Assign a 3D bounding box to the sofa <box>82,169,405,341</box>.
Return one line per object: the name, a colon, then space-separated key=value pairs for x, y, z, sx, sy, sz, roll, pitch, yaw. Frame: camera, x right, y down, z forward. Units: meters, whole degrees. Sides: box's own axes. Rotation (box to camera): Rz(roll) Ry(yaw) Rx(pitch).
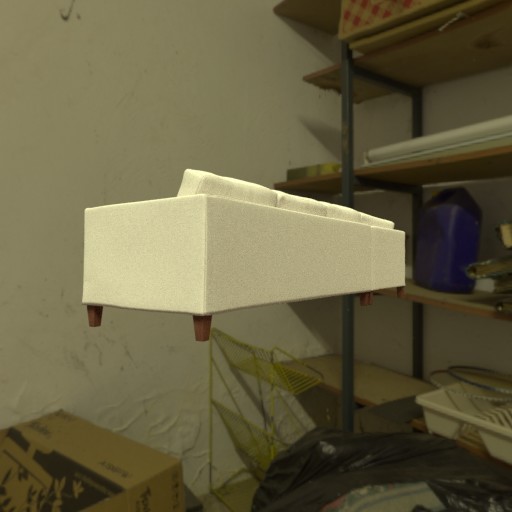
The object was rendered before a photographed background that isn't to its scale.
sofa: x=0.000 y=0.000 z=3.779 sx=1.625 sy=0.846 sz=3.186 roll=-1 pitch=-1 yaw=35
